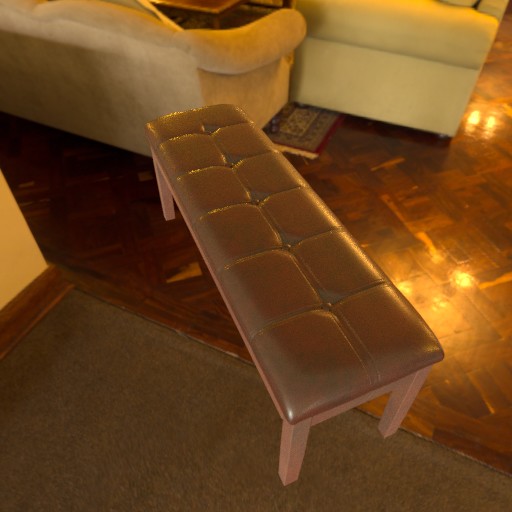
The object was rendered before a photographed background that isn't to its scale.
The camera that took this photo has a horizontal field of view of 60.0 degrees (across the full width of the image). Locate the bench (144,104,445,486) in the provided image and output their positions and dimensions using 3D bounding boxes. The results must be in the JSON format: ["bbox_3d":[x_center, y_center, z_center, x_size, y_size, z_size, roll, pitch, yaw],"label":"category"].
[{"bbox_3d":[0.000,0.000,1.473,0.401,0.491,1.259,-17,48,-16],"label":"bench"}]
